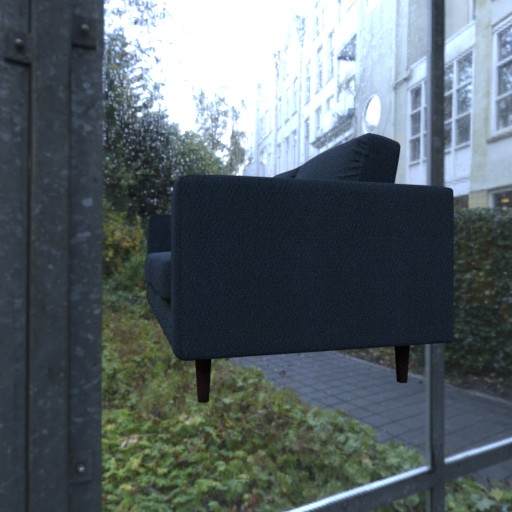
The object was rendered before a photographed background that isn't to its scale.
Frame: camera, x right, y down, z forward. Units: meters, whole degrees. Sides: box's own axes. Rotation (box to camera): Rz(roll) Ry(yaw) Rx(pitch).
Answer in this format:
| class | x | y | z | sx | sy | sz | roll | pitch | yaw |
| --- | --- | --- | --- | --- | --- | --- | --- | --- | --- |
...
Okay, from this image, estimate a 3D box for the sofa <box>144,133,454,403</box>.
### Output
| class | x | y | z | sx | sy | sz | roll | pitch | yaw |
| --- | --- | --- | --- | --- | --- | --- | --- | --- | --- |
| sofa | 0.000 | 0.000 | 2.136 | 0.999 | 0.930 | 1.518 | 0 | 0 | -17 |
